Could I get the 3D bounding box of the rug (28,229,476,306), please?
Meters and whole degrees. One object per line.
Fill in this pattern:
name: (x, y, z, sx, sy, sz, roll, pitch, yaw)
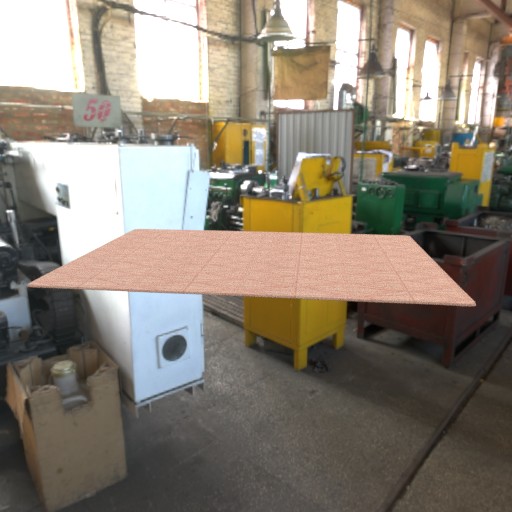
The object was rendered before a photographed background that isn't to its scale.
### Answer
rug: (0.000, 0.000, 3.080, 2.390, 0.015, 1.609, 2, 15, 7)
